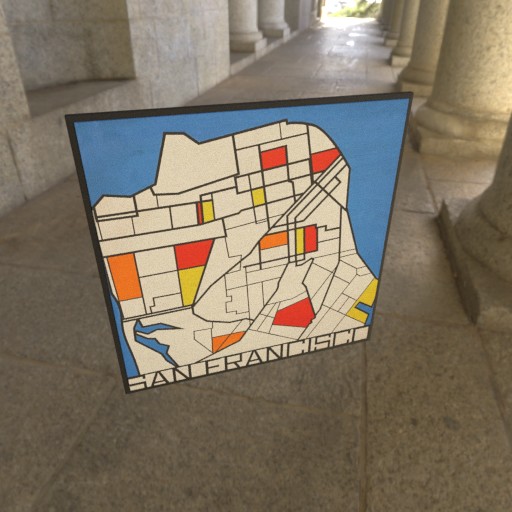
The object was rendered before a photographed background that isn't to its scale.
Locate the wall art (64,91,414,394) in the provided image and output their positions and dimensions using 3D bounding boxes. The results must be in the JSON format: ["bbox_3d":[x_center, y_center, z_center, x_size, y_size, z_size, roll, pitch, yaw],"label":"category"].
[{"bbox_3d":[0.000,0.000,0.990,0.664,0.663,0.015,-9,32,-14],"label":"wall art"}]
